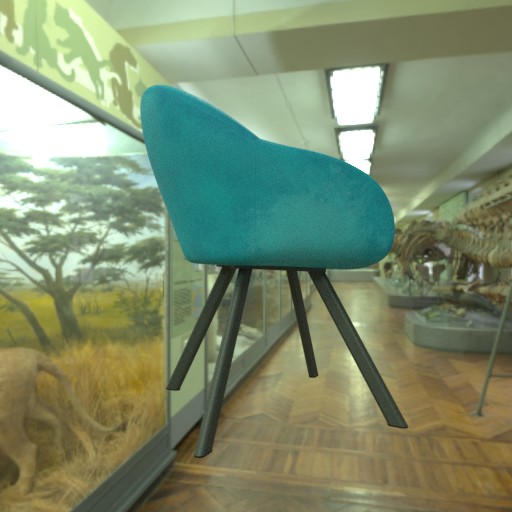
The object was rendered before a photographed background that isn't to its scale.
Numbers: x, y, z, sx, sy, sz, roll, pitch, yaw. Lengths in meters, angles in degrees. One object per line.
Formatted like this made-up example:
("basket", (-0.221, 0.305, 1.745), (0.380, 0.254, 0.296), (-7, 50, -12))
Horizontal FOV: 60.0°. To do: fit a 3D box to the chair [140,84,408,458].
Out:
("chair", (0.000, 0.000, 1.166), (0.590, 0.795, 0.550), (0, 0, -18))
